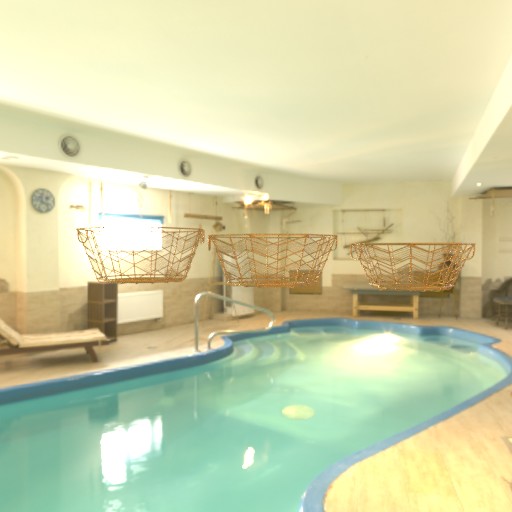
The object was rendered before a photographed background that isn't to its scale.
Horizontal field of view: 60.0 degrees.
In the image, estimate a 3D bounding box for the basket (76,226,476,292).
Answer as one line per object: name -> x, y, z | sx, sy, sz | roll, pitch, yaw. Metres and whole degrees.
basket -> 0.000, 0.000, 1.389 | 1.245, 0.178, 0.432 | 0, 1, 19
